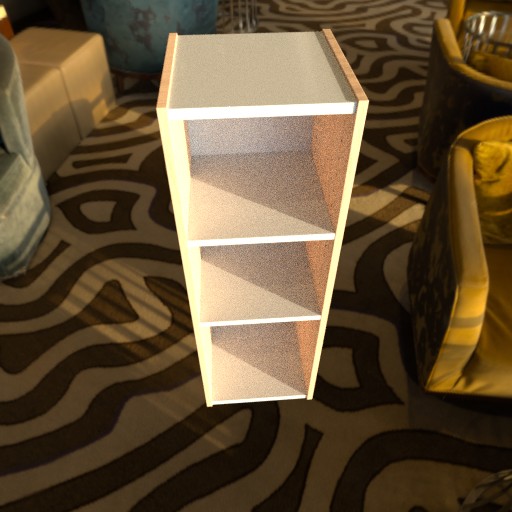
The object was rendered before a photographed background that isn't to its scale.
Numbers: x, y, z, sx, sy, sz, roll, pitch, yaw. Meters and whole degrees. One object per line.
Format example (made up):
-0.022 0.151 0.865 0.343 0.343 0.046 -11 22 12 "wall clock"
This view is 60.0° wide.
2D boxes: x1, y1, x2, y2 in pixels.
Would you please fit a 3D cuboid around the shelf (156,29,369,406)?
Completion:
0.000 0.000 1.044 0.300 0.900 0.290 -3 46 -3 "shelf"
